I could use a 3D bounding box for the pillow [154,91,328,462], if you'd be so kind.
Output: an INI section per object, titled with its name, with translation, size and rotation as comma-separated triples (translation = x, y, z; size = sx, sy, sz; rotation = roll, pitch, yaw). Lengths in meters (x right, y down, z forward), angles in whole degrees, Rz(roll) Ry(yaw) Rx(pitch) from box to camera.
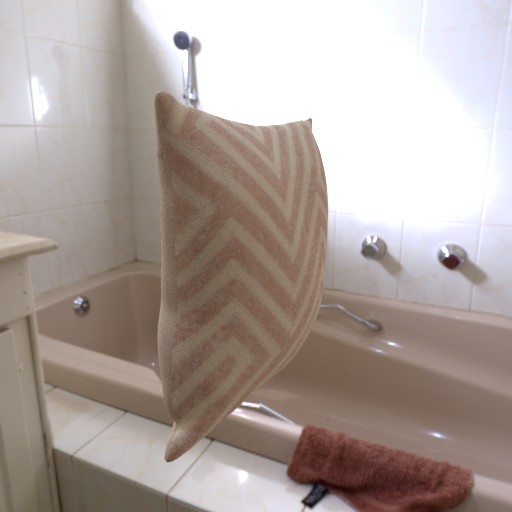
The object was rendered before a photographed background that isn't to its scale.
[pillow]
translation = 0.000, 0.000, 0.681
size = 0.182, 0.441, 0.440
rotation = 8, 16, 27
